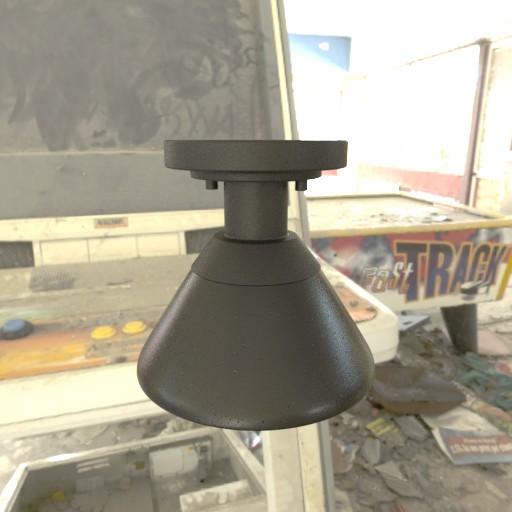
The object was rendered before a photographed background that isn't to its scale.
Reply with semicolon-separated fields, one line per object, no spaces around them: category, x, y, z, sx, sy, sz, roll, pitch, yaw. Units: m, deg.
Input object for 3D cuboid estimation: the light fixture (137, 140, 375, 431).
light fixture;0.000;0.000;0.362;0.200;0.183;0.200;0;15;0
